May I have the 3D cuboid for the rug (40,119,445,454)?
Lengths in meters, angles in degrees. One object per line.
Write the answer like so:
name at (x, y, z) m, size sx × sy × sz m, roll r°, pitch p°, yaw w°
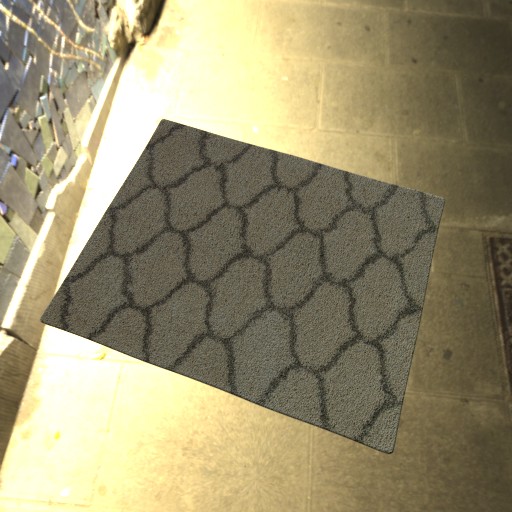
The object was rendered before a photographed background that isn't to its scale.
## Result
rug at (0.000, 0.000, 3.979) m, size 3.000 × 0.026 × 2.399 m, roll 18°, pitch 65°, yaw 9°
